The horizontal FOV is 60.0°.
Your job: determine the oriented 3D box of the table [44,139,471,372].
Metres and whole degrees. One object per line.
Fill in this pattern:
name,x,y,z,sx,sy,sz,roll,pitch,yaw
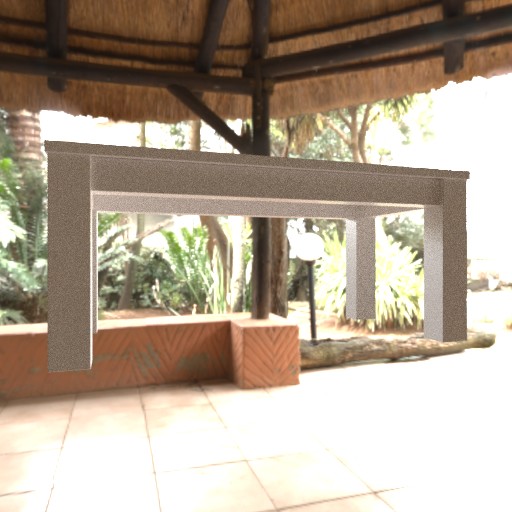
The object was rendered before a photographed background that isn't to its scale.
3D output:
table,0.000,0.000,2.202,1.800,0.790,0.900,0,0,-18
